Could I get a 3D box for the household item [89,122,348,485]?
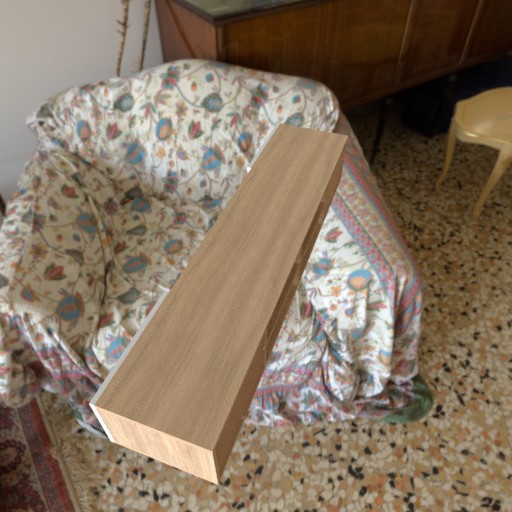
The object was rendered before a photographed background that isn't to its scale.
[{"bbox_3d":[0.000,0.000,2.044,0.420,0.310,1.850,15,47,14],"label":"household item"}]
